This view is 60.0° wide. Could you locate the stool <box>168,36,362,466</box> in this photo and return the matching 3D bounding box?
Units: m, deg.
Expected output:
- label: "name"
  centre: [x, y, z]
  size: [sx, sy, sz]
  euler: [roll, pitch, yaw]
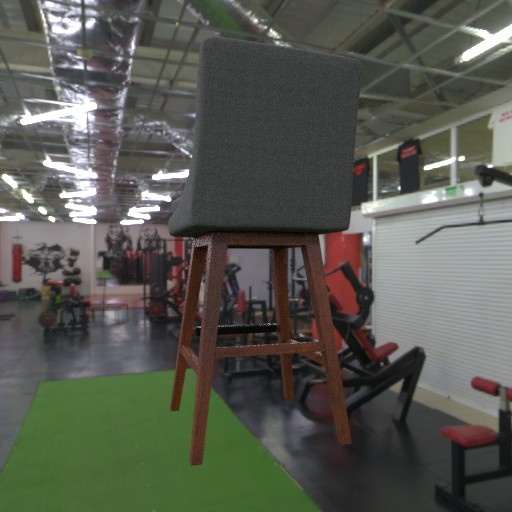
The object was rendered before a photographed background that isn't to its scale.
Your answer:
- label: "stool"
  centre: [0.000, 0.000, 1.262]
  size: [0.447, 0.977, 0.524]
  euler: [0, -1, -18]
